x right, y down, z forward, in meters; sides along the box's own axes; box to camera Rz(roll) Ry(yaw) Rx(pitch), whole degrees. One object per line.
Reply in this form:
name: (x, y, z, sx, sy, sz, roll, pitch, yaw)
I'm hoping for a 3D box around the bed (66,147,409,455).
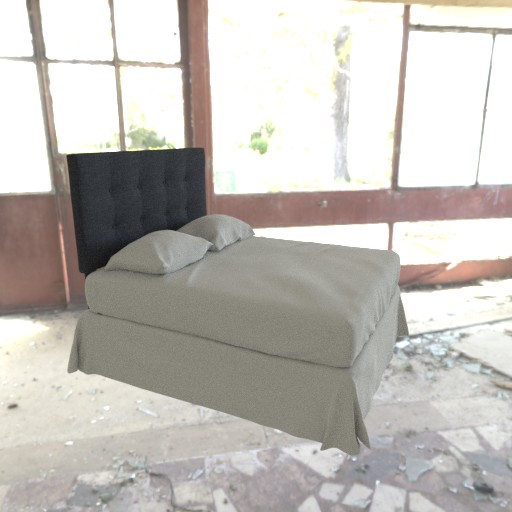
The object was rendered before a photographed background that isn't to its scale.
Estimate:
bed: (0.000, 0.000, 3.440, 2.222, 1.577, 1.936, 7, 17, 25)
